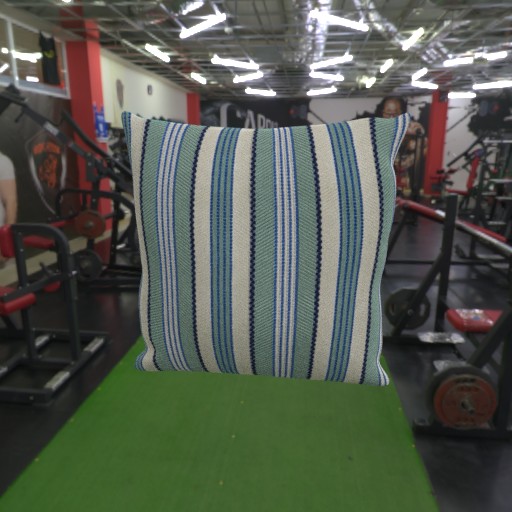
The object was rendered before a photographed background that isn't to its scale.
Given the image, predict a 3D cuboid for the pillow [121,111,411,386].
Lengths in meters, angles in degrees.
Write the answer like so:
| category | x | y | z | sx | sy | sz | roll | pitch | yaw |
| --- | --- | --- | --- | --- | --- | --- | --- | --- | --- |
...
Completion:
| category | x | y | z | sx | sy | sz | roll | pitch | yaw |
| --- | --- | --- | --- | --- | --- | --- | --- | --- | --- |
| pillow | 0.000 | 0.000 | 0.700 | 0.440 | 0.441 | 0.182 | 2 | 15 | 8 |
